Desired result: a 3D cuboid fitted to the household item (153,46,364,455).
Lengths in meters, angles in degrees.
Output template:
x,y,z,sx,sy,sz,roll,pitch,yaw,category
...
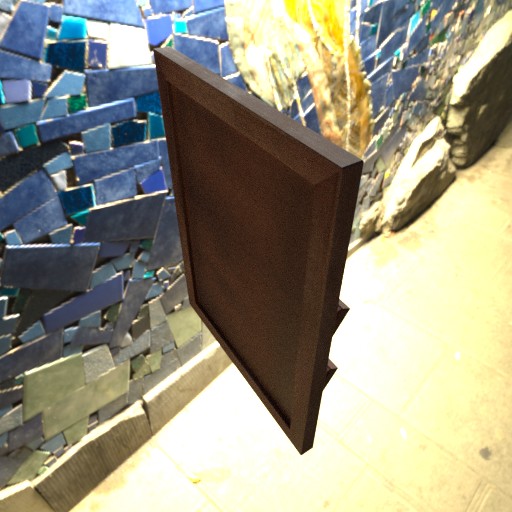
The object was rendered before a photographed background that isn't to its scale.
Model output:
x,y,z,sx,sy,sz,roll,pitch,yaw,category
0.000,0.000,0.533,0.067,0.407,0.310,-23,46,-24,household item
